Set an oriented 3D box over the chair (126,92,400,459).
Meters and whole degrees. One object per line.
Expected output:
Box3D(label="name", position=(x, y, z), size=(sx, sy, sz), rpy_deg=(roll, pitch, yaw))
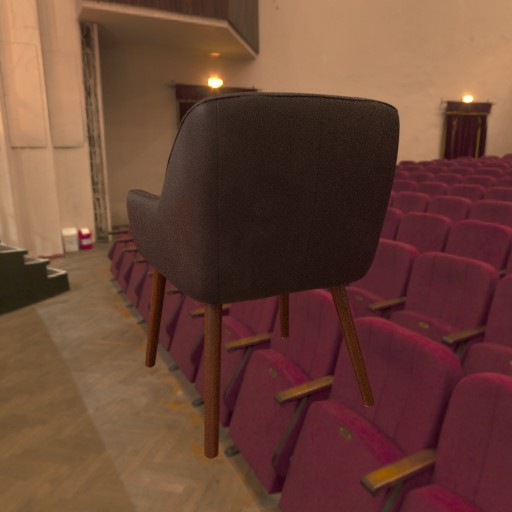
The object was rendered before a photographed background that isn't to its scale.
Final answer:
Box3D(label="chair", position=(0.000, 0.000, 1.276), size=(0.610, 0.828, 0.610), rpy_deg=(-7, 15, -26))
